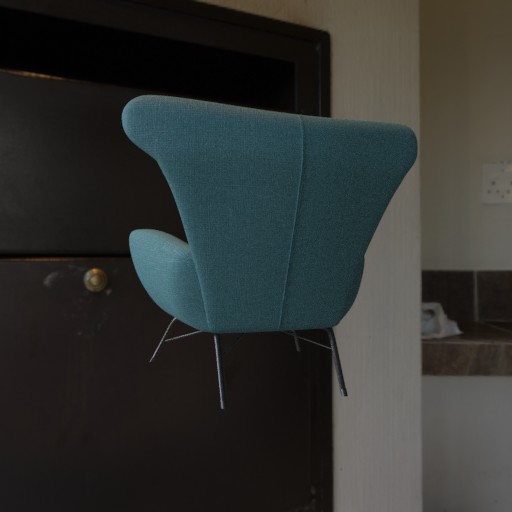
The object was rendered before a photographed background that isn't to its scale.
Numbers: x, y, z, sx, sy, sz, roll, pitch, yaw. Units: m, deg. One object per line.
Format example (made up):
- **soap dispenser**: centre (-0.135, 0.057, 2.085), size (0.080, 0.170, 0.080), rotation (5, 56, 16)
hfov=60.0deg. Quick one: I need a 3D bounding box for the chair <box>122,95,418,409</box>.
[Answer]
- **chair**: centre (0.000, 0.000, 1.781), size (1.050, 0.980, 0.900), rotation (0, -1, -18)
